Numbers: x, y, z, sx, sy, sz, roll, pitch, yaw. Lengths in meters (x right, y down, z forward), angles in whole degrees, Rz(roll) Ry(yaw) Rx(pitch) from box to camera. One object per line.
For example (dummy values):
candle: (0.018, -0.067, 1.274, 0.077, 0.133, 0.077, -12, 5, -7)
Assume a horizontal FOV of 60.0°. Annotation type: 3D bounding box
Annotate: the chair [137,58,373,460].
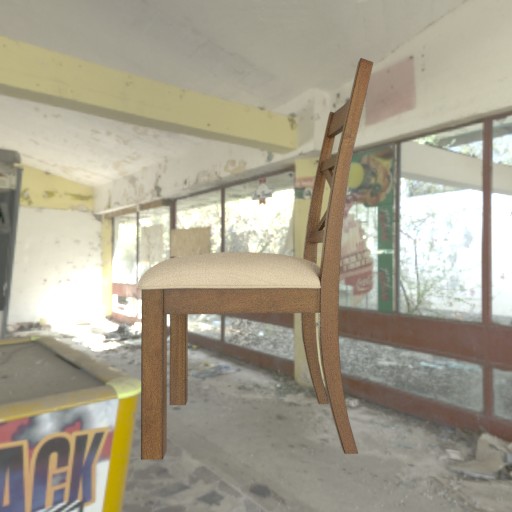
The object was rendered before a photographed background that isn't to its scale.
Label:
chair: (0.000, 0.000, 1.258, 0.581, 0.949, 0.461, 0, -1, -1)
